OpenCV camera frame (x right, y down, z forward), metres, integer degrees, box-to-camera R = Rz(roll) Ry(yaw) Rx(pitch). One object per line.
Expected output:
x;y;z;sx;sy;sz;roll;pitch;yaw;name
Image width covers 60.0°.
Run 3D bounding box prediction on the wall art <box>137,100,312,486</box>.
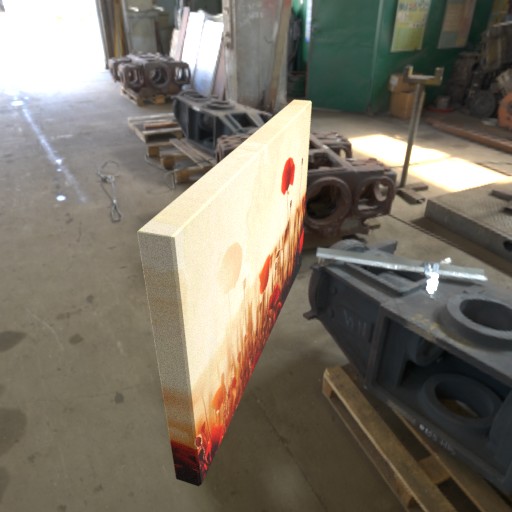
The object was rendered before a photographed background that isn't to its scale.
0.000;0.000;0.774;0.040;0.402;0.613;10;33;16;wall art
